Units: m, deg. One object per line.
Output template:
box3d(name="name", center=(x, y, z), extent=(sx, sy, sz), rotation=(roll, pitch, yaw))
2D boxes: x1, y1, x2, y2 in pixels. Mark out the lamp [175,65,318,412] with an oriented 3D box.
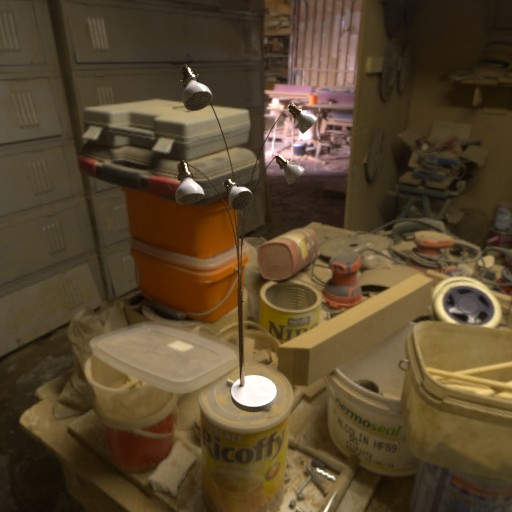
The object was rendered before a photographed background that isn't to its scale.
box3d(name="lamp", center=(0.000, 0.000, 3.041), extent=(0.361, 2.423, 1.405), rotation=(17, 30, 33))
